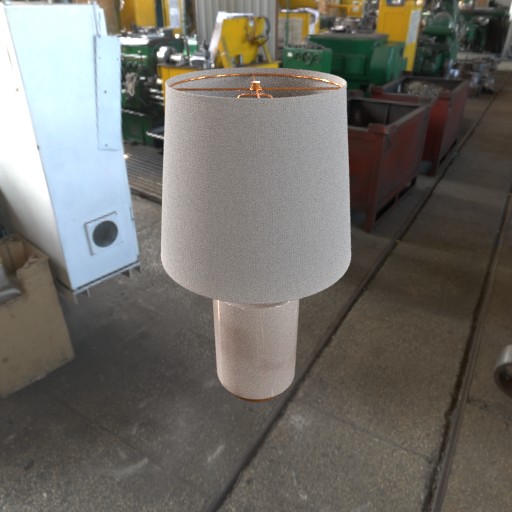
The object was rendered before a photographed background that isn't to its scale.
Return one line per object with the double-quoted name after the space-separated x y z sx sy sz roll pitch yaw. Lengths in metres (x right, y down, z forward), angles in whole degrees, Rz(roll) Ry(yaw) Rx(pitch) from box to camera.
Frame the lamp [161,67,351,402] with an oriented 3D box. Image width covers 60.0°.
0.000 0.000 0.455 0.189 0.340 0.189 0 31 0 "lamp"
